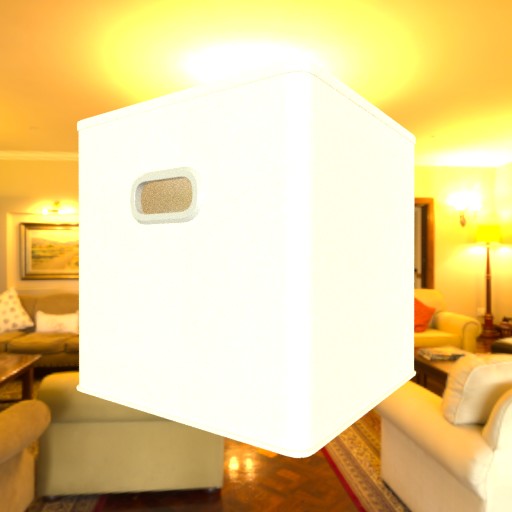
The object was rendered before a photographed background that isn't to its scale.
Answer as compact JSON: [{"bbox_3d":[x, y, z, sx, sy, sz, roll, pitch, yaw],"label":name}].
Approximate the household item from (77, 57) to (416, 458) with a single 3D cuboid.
[{"bbox_3d":[0.000,0.000,0.541,0.305,0.305,0.305,0,0,36],"label":"household item"}]
